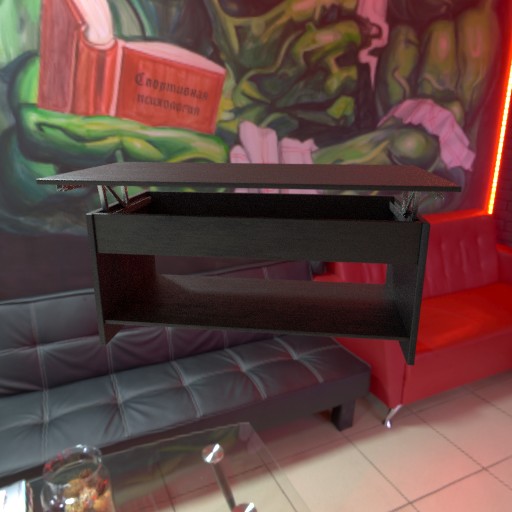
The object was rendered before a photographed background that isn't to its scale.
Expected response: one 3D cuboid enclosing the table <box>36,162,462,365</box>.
[{"bbox_3d":[0.000,0.000,1.449,1.000,0.570,0.712,2,17,7],"label":"table"}]
